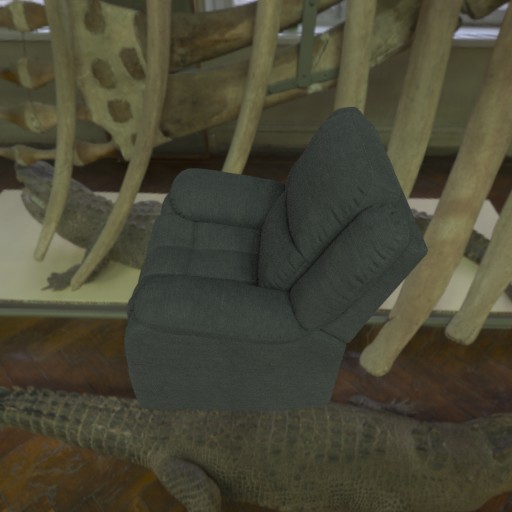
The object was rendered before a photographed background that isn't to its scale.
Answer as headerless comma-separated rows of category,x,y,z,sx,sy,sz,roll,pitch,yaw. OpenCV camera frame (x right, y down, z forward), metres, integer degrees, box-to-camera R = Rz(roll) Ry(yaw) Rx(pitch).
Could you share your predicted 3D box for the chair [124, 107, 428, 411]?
chair,0.000,0.000,1.723,0.944,1.008,0.899,1,40,1
